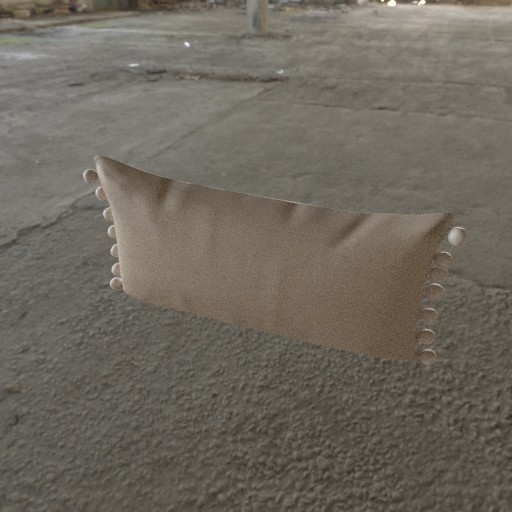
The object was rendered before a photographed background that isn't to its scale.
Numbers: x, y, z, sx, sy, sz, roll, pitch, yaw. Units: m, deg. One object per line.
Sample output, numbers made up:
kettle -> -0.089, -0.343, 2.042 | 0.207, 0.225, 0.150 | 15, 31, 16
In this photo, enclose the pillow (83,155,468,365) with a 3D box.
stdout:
pillow -> 0.000, 0.000, 0.847 | 0.709, 0.322, 0.201 | 11, 34, 17
